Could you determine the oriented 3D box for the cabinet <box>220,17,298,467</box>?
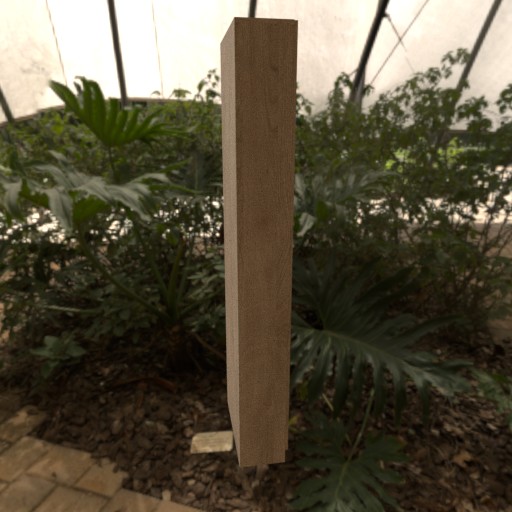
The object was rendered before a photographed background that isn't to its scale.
[{"bbox_3d":[0.000,0.000,1.960,0.230,1.790,0.500,-3,17,-9],"label":"cabinet"}]
